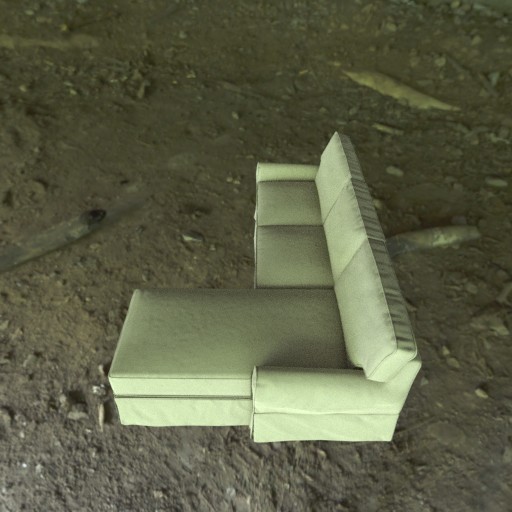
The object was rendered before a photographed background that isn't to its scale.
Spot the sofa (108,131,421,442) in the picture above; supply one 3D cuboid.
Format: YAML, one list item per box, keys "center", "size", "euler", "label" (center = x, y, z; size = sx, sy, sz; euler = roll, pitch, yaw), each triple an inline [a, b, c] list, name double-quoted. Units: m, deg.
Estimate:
- center: [0.000, 0.000, 3.359]
  size: [1.733, 0.978, 2.475]
  euler: [0, 41, 0]
  label: "sofa"
